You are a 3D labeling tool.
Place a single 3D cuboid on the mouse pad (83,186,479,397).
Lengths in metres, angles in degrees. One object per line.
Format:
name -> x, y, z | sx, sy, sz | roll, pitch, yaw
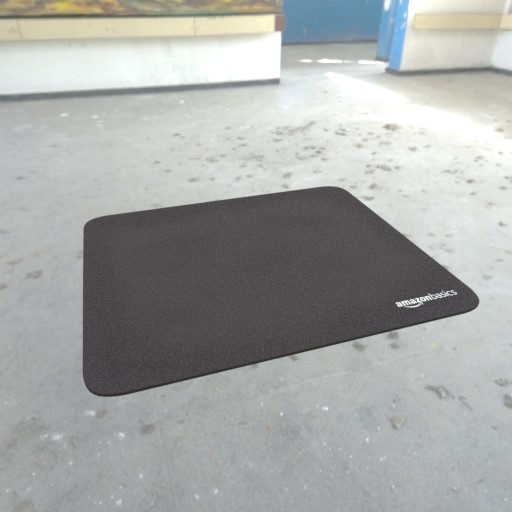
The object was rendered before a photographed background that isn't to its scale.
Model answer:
mouse pad -> 0.000, 0.000, 0.336 | 0.249, 0.002, 0.211 | -10, 33, -15
